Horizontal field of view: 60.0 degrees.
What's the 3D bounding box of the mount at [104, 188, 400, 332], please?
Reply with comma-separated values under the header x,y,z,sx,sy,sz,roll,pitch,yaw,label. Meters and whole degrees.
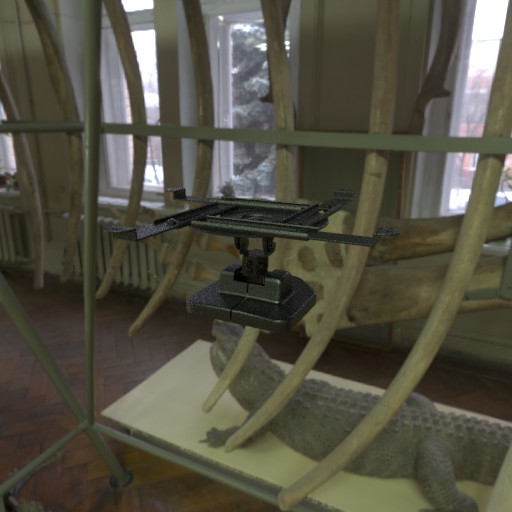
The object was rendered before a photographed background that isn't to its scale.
x,y,z,sx,sy,sz,roll,pitch,yaw,label
0.000,0.000,0.610,0.394,0.141,0.394,8,19,25,mount
